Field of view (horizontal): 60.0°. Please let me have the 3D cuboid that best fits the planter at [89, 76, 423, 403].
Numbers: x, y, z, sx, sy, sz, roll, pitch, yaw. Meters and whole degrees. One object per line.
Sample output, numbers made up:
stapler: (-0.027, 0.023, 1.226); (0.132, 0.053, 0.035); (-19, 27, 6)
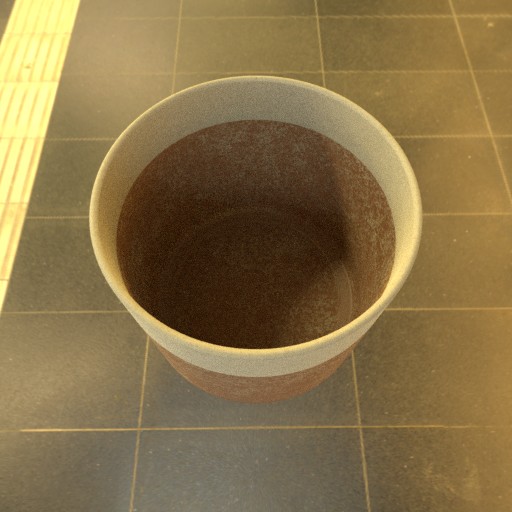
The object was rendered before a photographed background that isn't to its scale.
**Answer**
planter: (0.000, 0.000, 0.274); (0.159, 0.138, 0.159); (0, 64, 0)
